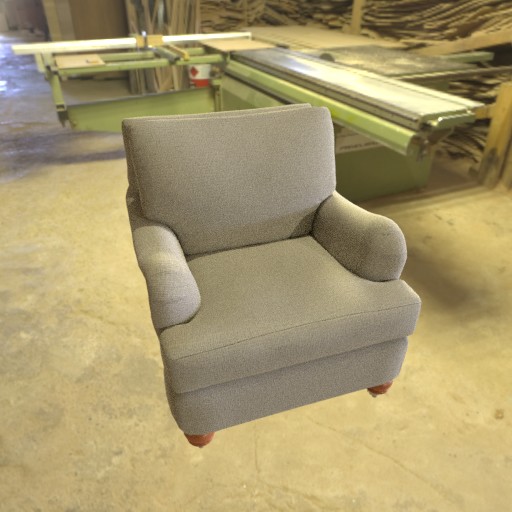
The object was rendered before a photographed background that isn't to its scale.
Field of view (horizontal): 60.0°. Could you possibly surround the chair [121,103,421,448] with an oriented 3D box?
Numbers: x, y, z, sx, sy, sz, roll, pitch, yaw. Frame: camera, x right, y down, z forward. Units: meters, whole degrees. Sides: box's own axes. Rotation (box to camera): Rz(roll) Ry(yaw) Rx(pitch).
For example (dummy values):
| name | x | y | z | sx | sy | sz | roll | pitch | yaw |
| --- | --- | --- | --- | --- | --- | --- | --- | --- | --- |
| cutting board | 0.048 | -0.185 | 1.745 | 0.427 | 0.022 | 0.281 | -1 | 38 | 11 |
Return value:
| name | x | y | z | sx | sy | sz | roll | pitch | yaw |
| --- | --- | --- | --- | --- | --- | --- | --- | --- | --- |
| chair | 0.000 | 0.000 | 1.842 | 0.955 | 1.038 | 1.070 | -10 | 33 | -16 |
